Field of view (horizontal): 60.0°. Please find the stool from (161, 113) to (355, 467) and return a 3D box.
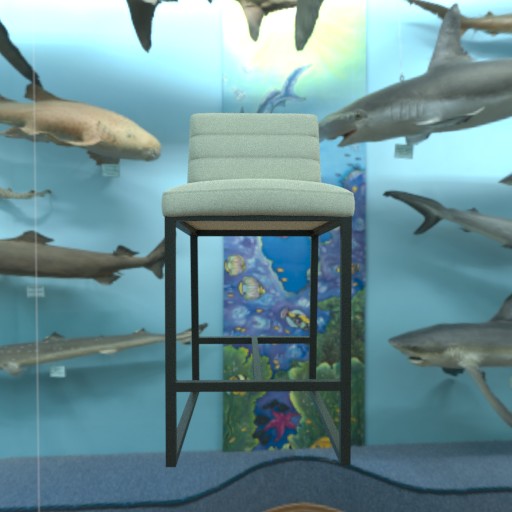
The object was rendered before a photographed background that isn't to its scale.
[{"bbox_3d":[0.000,0.000,1.286,0.459,0.971,0.567,0,1,-1],"label":"stool"}]
